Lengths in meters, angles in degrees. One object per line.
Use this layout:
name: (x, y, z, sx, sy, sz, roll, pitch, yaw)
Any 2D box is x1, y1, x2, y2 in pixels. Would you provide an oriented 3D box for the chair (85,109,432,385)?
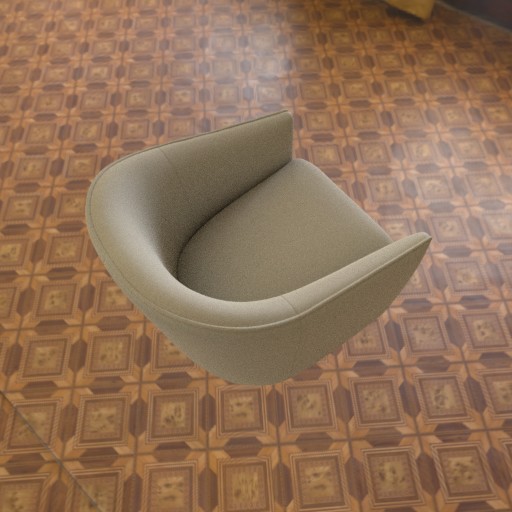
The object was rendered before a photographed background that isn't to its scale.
chair: (0.000, 0.000, 1.484, 0.875, 0.799, 0.747, -32, 63, -18)
